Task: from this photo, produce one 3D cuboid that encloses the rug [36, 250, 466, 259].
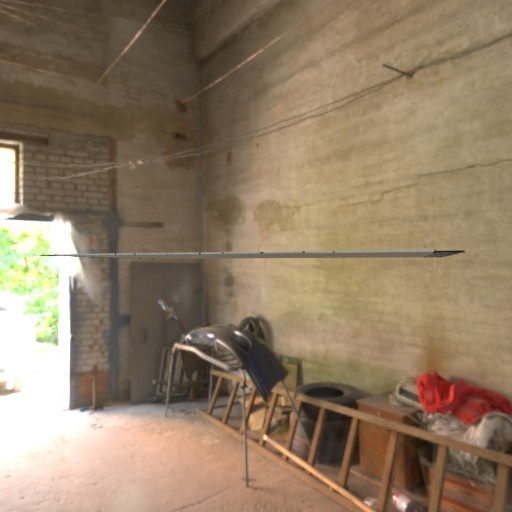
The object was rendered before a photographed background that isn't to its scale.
[{"bbox_3d":[0.000,0.000,3.357,2.755,0.021,1.524,0,-1,19],"label":"rug"}]
